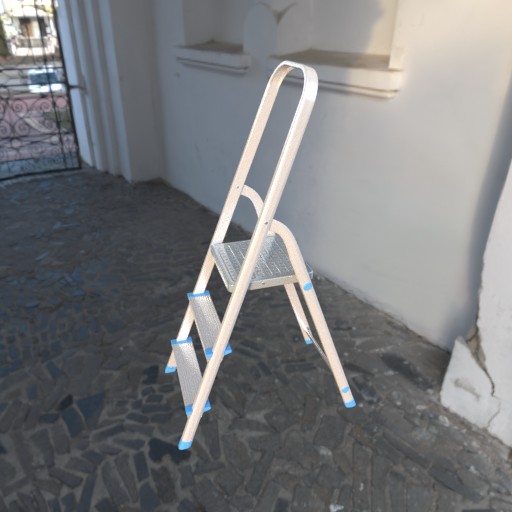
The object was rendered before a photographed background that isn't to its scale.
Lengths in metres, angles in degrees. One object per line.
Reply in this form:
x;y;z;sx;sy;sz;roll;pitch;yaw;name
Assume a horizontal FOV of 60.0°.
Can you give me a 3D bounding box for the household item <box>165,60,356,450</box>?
0.000;0.000;1.519;0.687;1.215;0.420;-8;30;-15;household item
